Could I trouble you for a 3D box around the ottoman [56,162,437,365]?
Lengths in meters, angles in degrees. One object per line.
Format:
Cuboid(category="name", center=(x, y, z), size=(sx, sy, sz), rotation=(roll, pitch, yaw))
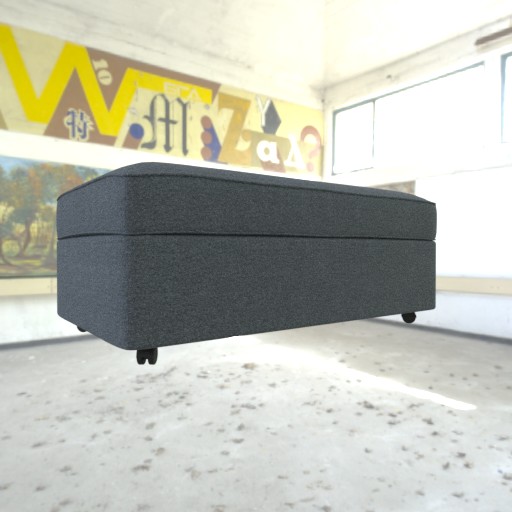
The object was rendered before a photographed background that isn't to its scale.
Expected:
Cuboid(category="ottoman", center=(0.000, 0.000, 1.541), size=(1.173, 0.494, 0.681), rotation=(-1, 1, -36))
